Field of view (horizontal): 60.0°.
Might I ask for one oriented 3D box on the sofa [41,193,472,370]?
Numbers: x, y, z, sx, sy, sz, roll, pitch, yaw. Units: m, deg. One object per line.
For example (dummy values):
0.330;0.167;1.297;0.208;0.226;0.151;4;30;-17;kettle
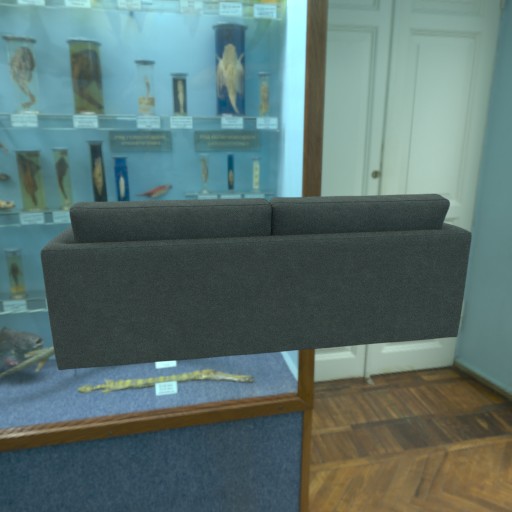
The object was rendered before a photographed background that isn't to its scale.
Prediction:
0.000;0.000;2.813;2.257;0.838;1.092;-3;16;-10;sofa
